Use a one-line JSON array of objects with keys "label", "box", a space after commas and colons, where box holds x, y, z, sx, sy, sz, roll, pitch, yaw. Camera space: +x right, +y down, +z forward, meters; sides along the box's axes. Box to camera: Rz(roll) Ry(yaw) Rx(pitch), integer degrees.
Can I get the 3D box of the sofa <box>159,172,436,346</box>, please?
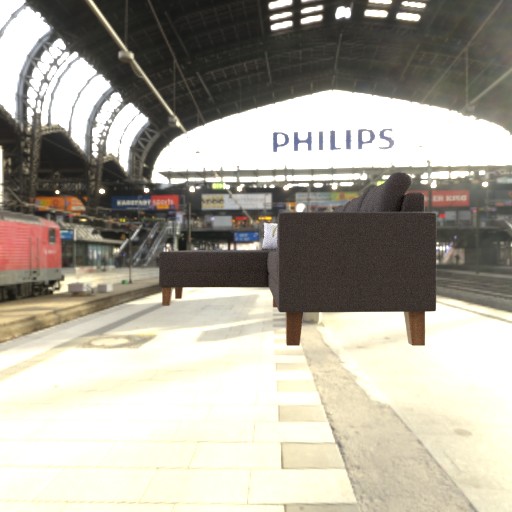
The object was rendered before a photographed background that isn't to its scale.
[{"label": "sofa", "box": [0.000, 0.000, 3.578, 1.829, 0.932, 2.679, 0, 0, 0]}]
